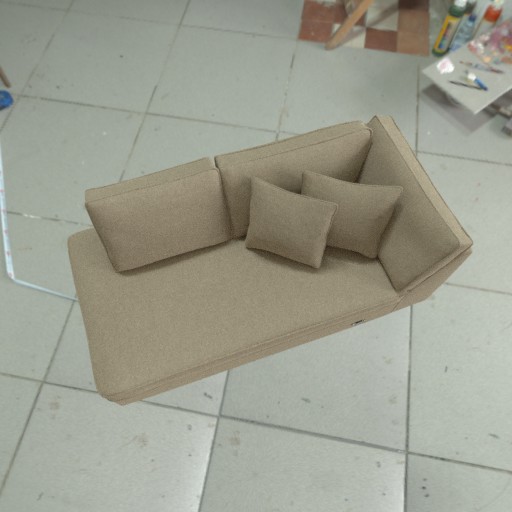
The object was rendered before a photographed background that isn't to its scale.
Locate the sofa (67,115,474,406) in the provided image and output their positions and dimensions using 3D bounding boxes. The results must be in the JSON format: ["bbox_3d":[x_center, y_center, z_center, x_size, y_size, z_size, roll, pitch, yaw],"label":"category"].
[{"bbox_3d":[0.000,0.000,2.794,2.237,1.033,1.110,-17,65,-8],"label":"sofa"}]
